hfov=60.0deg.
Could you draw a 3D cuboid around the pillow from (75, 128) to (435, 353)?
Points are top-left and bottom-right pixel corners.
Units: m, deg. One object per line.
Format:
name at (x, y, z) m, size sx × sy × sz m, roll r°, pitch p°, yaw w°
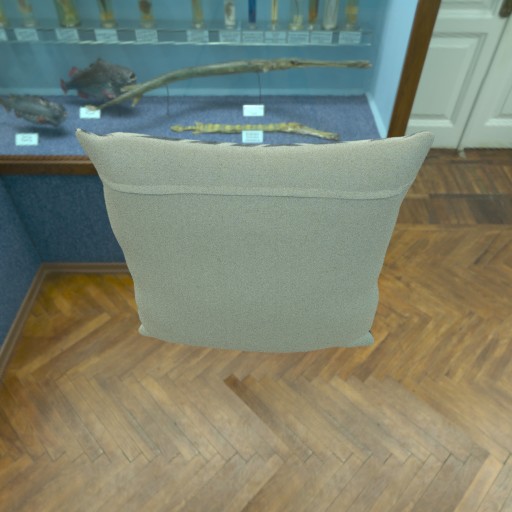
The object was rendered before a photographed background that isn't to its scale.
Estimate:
pillow at (0.000, 0.000, 0.682) m, size 0.440 × 0.441 × 0.182 m, roll 2°, pitch 46°, yaw 2°
